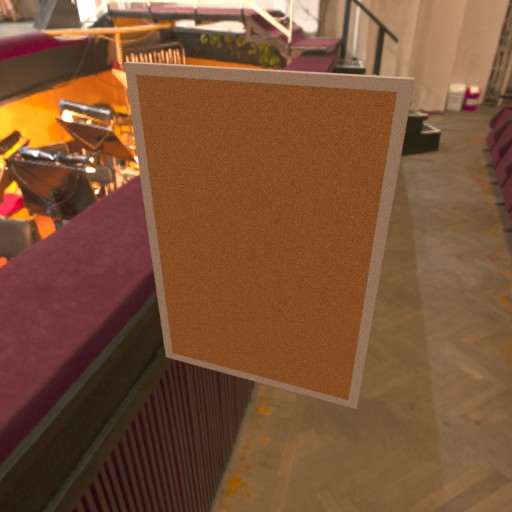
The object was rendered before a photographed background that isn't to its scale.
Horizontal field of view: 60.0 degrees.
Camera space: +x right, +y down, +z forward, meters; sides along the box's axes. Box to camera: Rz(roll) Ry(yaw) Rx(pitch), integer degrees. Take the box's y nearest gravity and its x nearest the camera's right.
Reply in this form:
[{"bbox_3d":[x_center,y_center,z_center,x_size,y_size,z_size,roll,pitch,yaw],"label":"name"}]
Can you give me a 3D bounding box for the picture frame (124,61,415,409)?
[{"bbox_3d":[0.000,0.000,0.838,0.457,0.657,0.013,11,33,17],"label":"picture frame"}]
